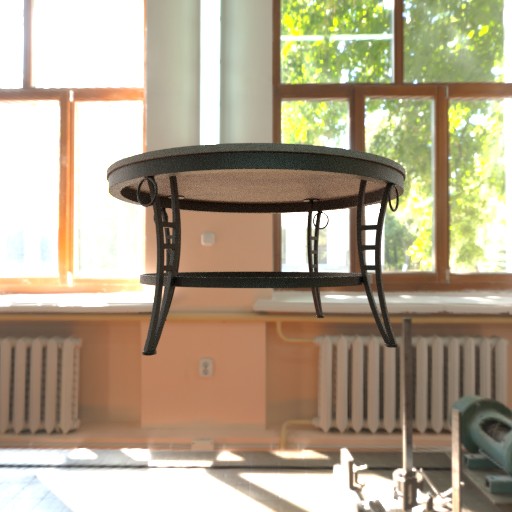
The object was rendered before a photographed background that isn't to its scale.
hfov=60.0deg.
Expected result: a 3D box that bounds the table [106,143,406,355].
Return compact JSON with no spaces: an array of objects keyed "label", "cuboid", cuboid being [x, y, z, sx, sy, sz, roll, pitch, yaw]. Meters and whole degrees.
[{"label":"table","cuboid":[0.000,0.000,1.386,0.889,0.470,0.889,0,-1,0]}]
